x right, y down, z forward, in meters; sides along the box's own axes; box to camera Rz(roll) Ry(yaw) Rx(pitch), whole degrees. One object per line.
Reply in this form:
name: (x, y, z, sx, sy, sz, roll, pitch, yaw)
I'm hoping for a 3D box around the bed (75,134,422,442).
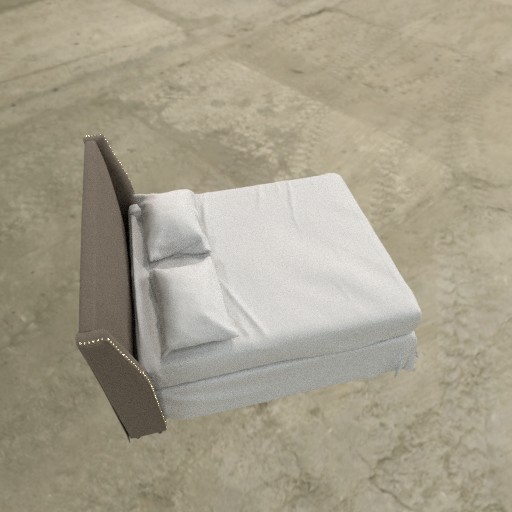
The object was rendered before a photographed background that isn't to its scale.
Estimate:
bed: (0.000, 0.000, 3.416, 2.276, 1.332, 1.925, -10, 48, -9)
